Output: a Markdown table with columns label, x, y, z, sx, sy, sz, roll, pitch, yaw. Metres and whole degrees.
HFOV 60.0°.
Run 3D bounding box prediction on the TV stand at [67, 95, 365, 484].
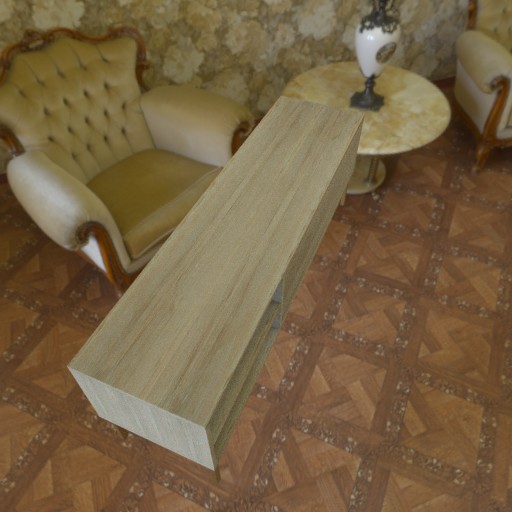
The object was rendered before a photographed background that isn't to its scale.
| label | x | y | z | sx | sy | sz | roll | pitch | yaw |
| --- | --- | --- | --- | --- | --- | --- | --- | --- | --- |
| TV stand | 0.000 | 0.000 | 1.836 | 0.420 | 0.550 | 1.600 | 18 | 50 | 15 |
